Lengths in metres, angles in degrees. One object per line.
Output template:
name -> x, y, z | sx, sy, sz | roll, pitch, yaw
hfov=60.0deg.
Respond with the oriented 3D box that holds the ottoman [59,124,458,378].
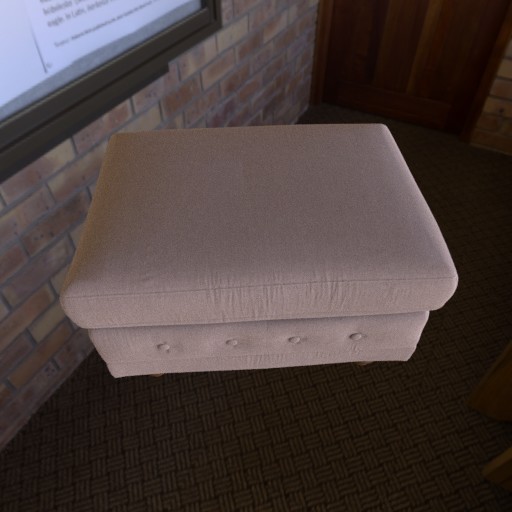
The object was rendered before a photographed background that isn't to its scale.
ottoman -> 0.000, 0.000, 1.162 | 0.771, 0.500, 0.569 | -3, 47, -2
